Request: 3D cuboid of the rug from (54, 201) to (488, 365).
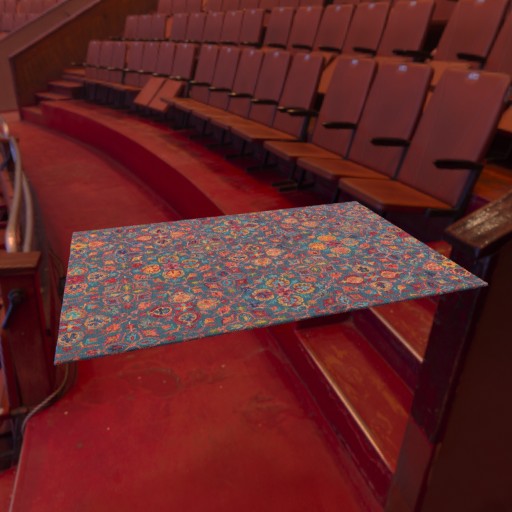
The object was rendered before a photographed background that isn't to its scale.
[{"bbox_3d":[0.000,0.000,2.286,1.836,0.014,1.216,-8,27,-16],"label":"rug"}]
